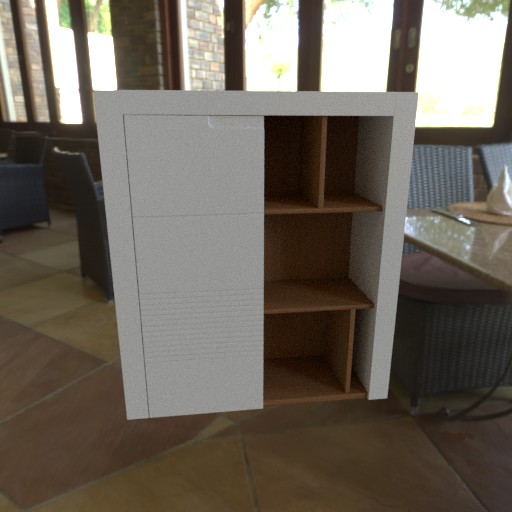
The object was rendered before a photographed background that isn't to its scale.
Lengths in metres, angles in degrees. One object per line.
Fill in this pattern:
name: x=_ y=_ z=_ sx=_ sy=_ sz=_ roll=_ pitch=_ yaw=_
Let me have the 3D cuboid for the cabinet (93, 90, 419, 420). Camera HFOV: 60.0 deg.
cabinet: x=0.000 y=0.000 z=1.671 sx=0.990 sy=1.150 sz=0.348 roll=-2 pitch=18 yaw=-7
